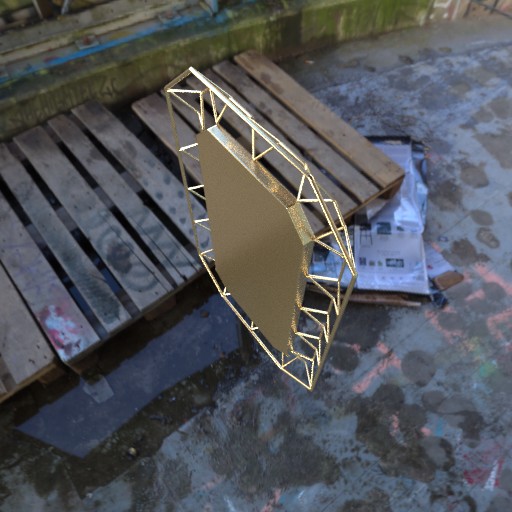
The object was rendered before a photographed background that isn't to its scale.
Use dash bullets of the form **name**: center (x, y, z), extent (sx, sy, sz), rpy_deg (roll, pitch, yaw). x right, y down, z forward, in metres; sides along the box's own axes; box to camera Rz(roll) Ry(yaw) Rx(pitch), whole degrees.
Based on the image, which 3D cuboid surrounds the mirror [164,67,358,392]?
- **mirror**: center (0.000, 0.000, 1.079), extent (0.051, 0.870, 0.572), rpy_deg (-33, 63, -19)
